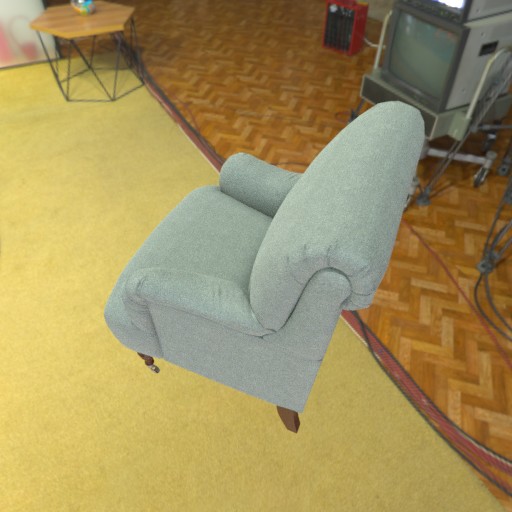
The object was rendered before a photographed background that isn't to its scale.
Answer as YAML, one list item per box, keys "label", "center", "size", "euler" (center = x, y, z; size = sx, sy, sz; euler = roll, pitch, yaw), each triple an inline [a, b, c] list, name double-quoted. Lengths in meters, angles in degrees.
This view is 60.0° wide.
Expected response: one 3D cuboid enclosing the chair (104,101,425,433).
- label: "chair"
  center: [0.000, 0.000, 1.906]
  size: [1.060, 1.178, 0.964]
  euler: [17, 47, 16]
